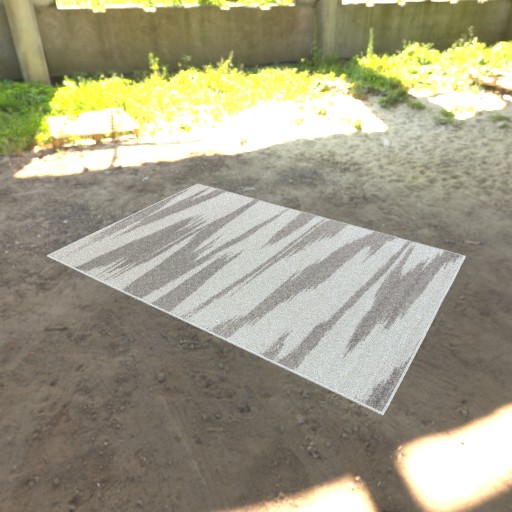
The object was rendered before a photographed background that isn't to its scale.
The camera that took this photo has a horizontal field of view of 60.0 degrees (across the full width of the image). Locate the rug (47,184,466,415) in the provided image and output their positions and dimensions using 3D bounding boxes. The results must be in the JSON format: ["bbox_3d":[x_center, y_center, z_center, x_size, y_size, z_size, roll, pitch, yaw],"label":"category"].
[{"bbox_3d":[0.000,0.000,2.320,1.827,0.008,1.225,19,36,29],"label":"rug"}]
